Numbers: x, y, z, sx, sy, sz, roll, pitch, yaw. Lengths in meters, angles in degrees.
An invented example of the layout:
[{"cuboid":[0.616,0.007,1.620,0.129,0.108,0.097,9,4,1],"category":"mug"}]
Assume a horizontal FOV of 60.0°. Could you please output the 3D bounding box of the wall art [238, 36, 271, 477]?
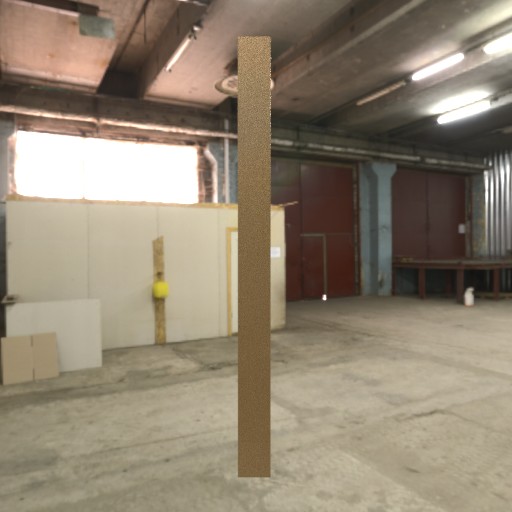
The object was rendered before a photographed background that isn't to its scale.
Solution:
[{"cuboid":[0.000,0.000,0.769,0.038,0.511,0.513,0,0,0],"category":"wall art"}]
